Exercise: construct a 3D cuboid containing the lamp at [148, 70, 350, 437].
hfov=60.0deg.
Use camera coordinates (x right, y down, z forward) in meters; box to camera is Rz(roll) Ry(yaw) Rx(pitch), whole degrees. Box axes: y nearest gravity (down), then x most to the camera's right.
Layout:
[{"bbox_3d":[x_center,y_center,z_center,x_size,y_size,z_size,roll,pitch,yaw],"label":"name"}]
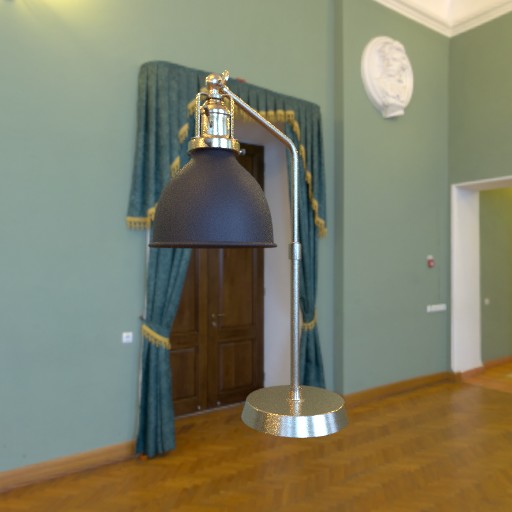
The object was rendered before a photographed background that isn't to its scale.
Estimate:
[{"bbox_3d":[0.000,0.000,0.595,0.291,0.456,0.160,0,0,-36],"label":"lamp"}]
